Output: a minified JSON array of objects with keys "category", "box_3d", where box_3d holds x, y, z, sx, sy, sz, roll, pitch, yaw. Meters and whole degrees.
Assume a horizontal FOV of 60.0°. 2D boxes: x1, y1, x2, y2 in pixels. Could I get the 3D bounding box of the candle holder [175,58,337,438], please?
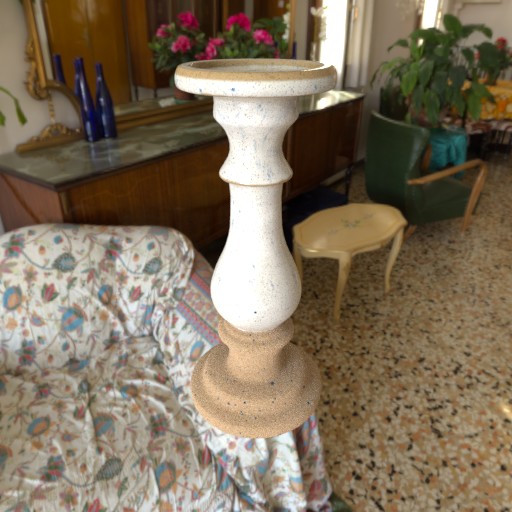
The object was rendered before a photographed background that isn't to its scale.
[{"category":"candle holder","box_3d":[0.000,0.000,0.255,0.088,0.203,0.088,0,28,0]}]
